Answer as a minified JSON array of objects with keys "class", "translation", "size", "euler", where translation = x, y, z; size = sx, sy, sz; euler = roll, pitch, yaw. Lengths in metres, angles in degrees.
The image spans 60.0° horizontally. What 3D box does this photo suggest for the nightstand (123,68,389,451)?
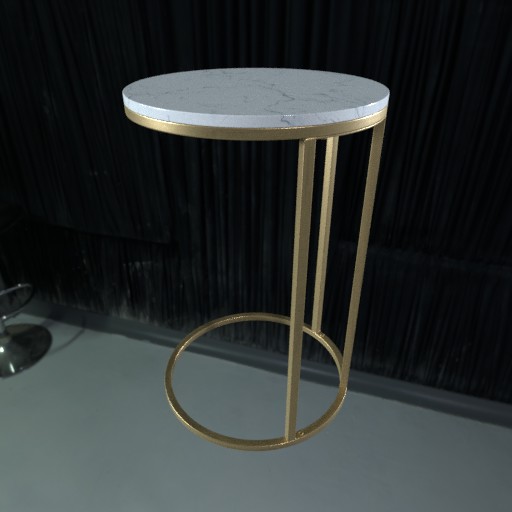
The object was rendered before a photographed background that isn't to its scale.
[{"class":"nightstand","translation":[0.000,0.000,0.840],"size":[0.400,0.610,0.400],"euler":[8,31,13]}]
